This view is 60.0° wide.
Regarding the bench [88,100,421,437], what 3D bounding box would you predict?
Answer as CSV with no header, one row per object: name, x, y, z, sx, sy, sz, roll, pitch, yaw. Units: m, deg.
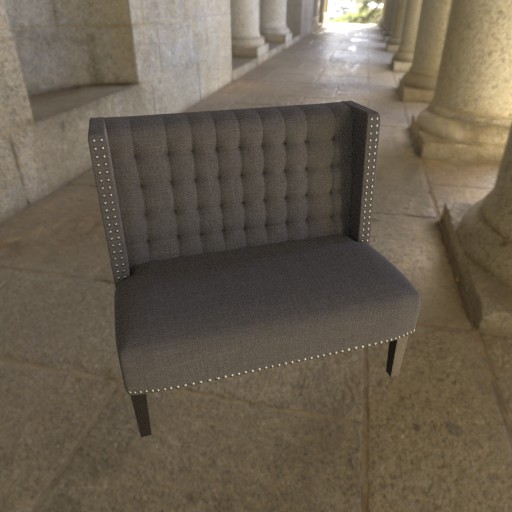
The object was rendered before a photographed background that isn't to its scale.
bench,0.000,0.000,1.999,1.276,1.121,0.842,-9,32,-14
